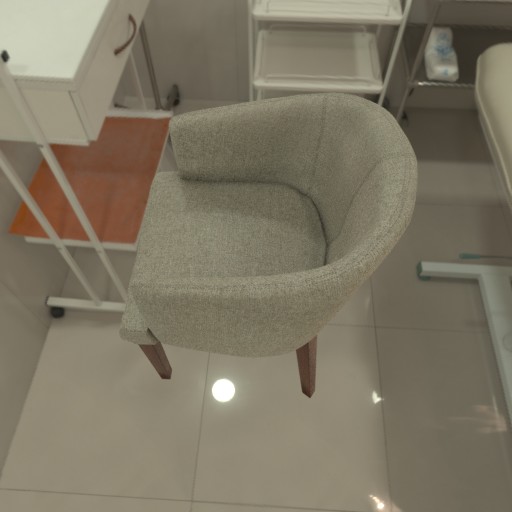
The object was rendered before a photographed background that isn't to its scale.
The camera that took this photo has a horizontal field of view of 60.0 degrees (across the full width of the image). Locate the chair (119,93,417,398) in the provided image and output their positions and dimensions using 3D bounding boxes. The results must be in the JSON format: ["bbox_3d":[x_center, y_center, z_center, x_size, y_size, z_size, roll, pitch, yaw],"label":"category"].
[{"bbox_3d":[0.000,0.000,1.239,0.655,0.811,0.583,3,58,2],"label":"chair"}]
